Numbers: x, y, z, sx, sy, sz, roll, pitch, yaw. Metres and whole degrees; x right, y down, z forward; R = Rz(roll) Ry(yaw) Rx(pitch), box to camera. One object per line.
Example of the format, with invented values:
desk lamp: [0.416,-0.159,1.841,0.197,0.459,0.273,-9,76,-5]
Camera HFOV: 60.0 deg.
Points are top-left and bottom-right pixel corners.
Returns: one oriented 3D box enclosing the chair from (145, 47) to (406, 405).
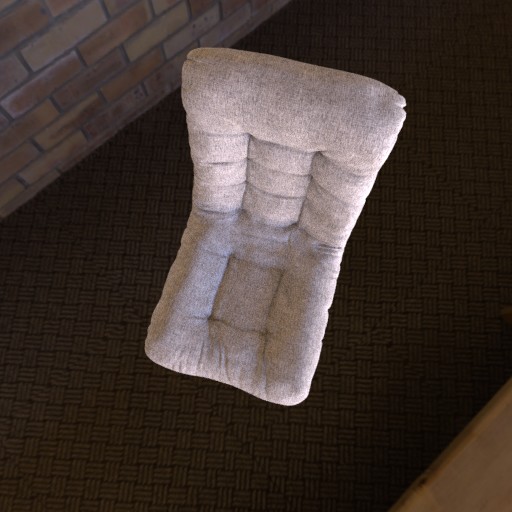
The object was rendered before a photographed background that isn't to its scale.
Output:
chair: [0.000,0.000,0.965,0.400,0.600,0.583,16,76,4]
